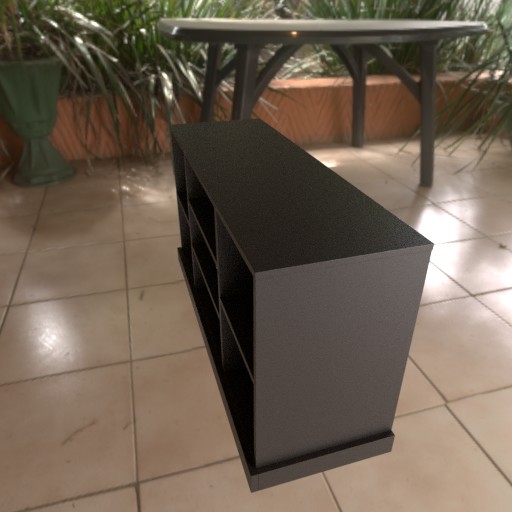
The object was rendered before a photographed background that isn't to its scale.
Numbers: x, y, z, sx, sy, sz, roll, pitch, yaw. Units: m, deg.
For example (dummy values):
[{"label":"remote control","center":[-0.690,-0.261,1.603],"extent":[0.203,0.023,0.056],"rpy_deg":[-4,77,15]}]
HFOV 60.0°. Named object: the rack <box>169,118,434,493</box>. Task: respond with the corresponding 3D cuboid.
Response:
[{"label":"rack","center":[0.000,0.000,1.498],"extent":[0.399,0.635,1.206],"rpy_deg":[-9,31,-15]}]
